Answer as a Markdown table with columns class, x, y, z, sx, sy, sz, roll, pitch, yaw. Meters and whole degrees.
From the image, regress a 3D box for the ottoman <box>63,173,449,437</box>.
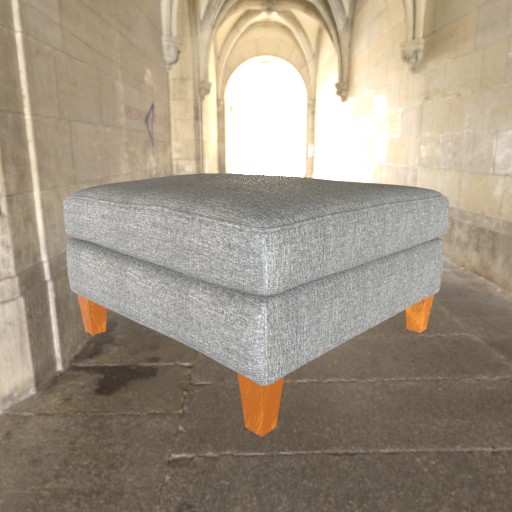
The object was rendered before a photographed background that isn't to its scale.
| class | x | y | z | sx | sy | sz | roll | pitch | yaw |
| --- | --- | --- | --- | --- | --- | --- | --- | --- | --- |
| ottoman | 0.000 | 0.000 | 1.348 | 0.838 | 0.481 | 0.838 | 13 | 18 | 43 |
